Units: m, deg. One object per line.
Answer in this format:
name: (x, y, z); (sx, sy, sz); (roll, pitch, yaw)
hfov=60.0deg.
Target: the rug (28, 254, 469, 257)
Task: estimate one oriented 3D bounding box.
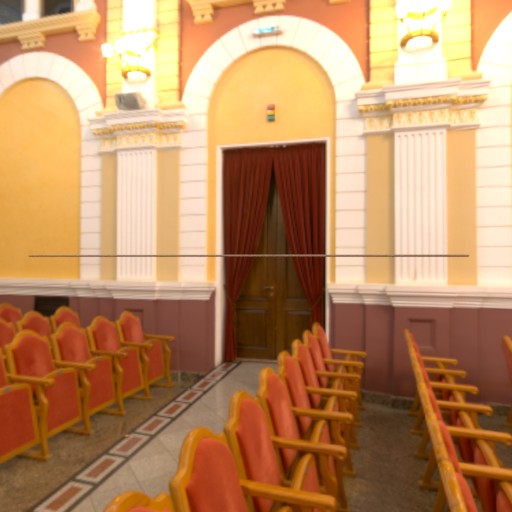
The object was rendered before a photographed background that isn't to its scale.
rug: (0.000, 0.000, 3.056); (2.438, 0.011, 1.524); (0, 0, 16)
